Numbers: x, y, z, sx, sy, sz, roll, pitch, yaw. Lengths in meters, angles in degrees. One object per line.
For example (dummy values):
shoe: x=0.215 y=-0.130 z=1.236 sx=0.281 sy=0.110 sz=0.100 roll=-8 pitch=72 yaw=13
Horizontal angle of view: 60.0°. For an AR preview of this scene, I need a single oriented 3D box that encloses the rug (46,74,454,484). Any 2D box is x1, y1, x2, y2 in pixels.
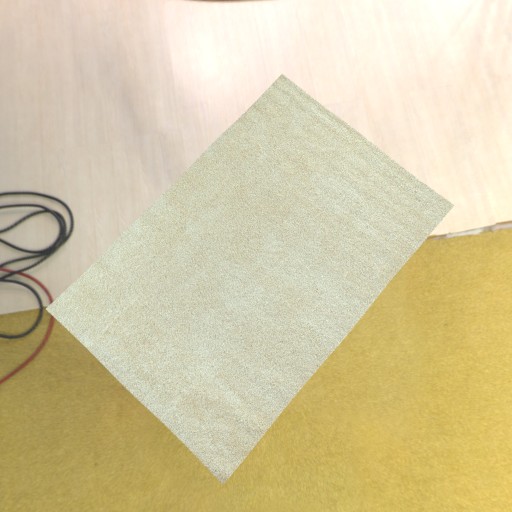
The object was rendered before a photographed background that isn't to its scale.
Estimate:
rug: x=0.000 y=0.000 z=3.412 sx=1.800 sy=0.025 sz=2.699 roll=41 pitch=79 yaw=9
